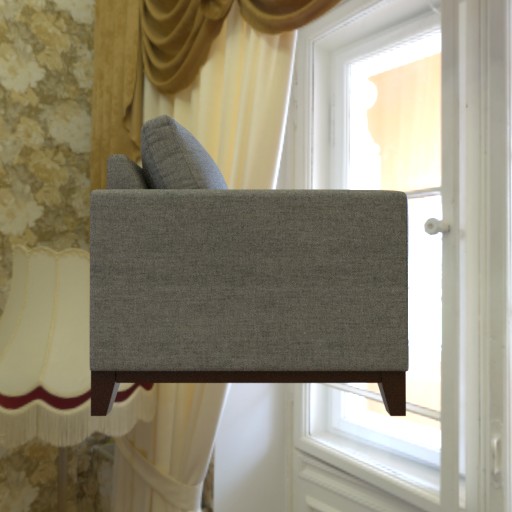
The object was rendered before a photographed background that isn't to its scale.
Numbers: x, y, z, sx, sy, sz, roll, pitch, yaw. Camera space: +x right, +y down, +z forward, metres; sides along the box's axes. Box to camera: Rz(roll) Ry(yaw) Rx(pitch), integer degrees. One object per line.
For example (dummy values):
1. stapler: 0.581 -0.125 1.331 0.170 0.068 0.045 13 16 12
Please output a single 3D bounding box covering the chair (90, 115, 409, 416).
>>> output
1. chair: 0.000 0.000 1.881 1.038 1.010 1.024 0 0 0
